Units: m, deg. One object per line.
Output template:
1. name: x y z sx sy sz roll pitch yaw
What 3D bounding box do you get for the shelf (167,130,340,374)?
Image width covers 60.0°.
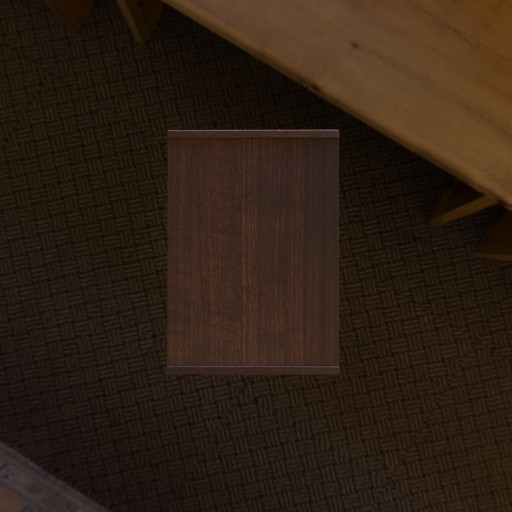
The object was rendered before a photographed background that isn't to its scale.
1. shelf: 0.000 0.000 1.293 0.290 1.099 0.415 0 89 1
